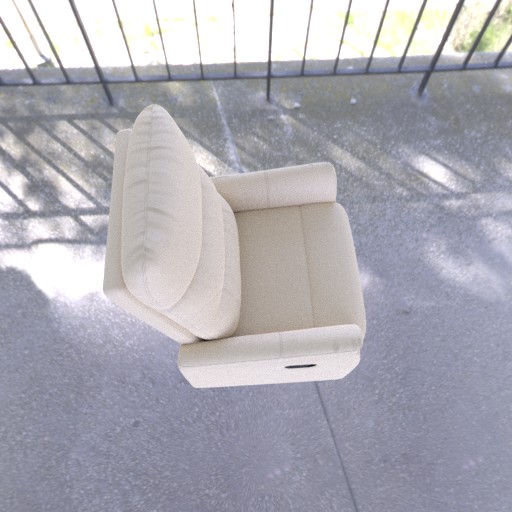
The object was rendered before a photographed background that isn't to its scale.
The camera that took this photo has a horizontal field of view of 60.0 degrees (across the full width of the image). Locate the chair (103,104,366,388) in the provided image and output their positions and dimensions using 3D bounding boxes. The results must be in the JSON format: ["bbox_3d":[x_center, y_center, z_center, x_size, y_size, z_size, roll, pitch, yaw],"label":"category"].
[{"bbox_3d":[0.000,0.000,1.628,0.831,1.082,0.775,-3,65,-2],"label":"chair"}]
